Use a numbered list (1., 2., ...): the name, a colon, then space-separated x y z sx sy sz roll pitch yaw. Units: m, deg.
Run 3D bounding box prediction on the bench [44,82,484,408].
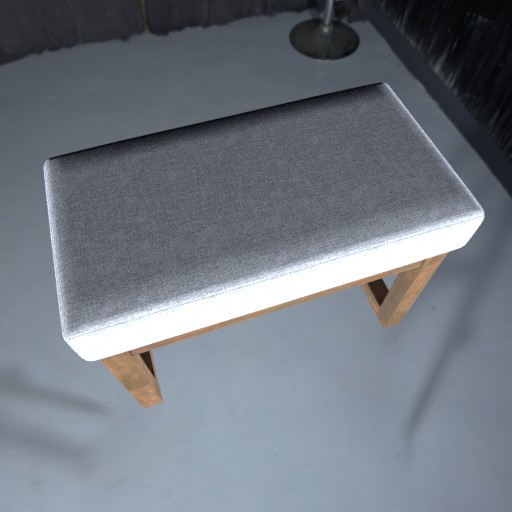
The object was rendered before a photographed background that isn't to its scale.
1. bench: 0.000 0.000 0.937 0.681 0.467 0.366 -16 60 -10
